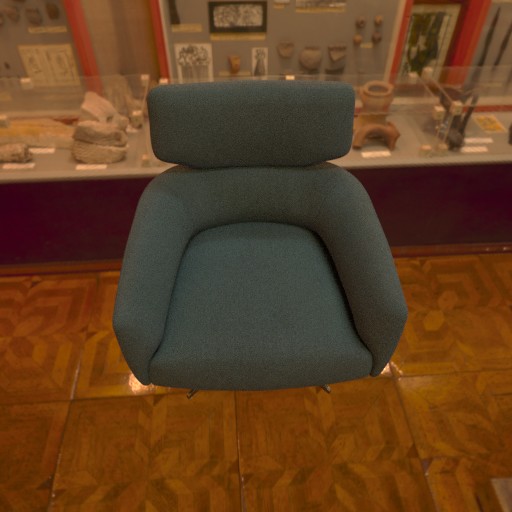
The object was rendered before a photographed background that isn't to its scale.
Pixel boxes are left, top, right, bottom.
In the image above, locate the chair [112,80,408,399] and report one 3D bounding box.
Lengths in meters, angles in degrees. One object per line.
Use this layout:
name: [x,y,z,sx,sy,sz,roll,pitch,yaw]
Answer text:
chair: [0.000,0.000,1.375,0.738,0.813,0.761,-2,46,-2]
